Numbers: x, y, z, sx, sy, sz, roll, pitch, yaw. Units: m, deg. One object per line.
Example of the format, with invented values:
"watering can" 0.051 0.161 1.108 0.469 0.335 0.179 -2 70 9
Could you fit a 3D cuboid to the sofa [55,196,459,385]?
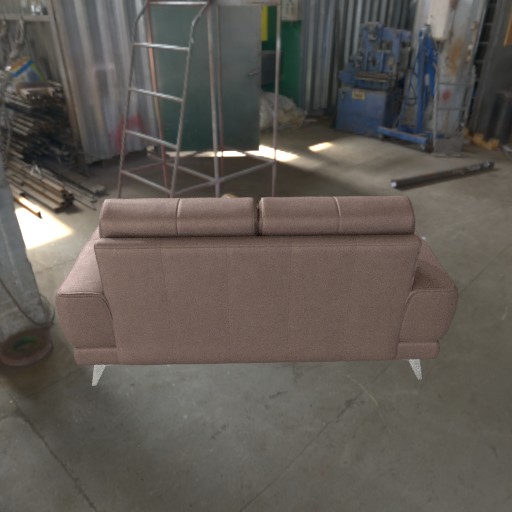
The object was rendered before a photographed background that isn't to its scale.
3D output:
"sofa" 0.000 0.000 2.379 1.806 0.907 1.018 -1 29 -1
